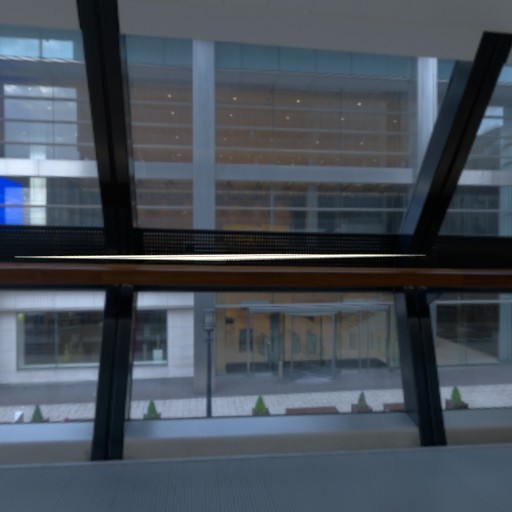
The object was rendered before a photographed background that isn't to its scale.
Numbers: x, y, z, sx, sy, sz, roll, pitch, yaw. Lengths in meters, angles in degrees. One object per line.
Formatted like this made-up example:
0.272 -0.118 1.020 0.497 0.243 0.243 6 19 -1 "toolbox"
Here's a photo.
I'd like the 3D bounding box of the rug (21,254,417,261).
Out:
0.000 0.000 2.977 1.519 0.003 2.453 0 1 37 "rug"
